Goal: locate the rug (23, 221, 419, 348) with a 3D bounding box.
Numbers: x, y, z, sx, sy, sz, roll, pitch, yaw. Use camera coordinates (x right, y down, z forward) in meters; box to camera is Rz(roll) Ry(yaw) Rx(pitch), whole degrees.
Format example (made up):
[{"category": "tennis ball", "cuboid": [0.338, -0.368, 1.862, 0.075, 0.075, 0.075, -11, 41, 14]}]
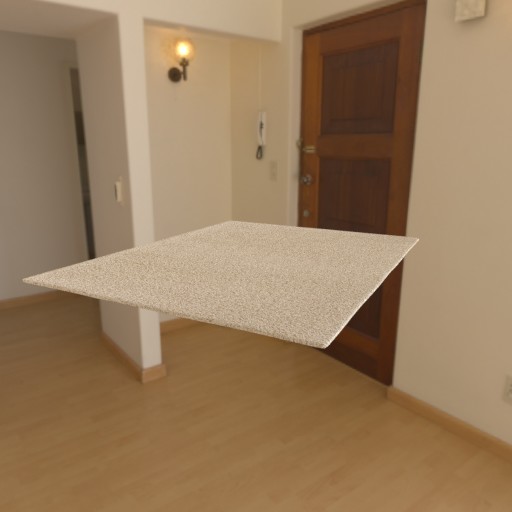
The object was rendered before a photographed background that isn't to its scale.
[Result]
[{"category": "rug", "cuboid": [0.000, 0.000, 4.120, 2.438, 0.029, 3.047, 7, 16, 27]}]
